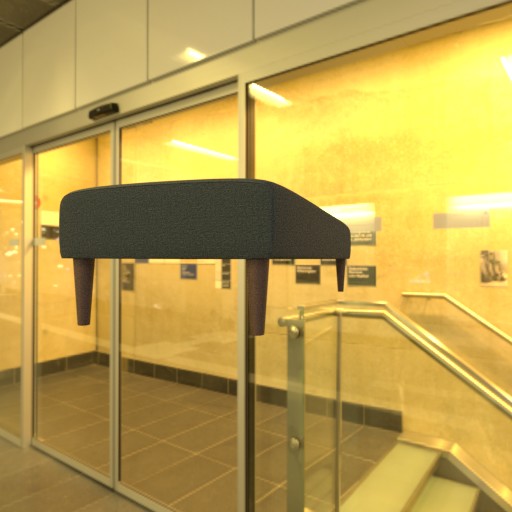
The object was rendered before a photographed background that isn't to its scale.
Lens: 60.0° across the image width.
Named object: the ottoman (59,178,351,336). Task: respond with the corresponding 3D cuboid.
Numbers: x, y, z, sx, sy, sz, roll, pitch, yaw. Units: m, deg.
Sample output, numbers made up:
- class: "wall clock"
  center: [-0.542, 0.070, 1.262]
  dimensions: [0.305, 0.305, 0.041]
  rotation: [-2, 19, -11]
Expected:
- class: "ottoman"
  center: [0.000, 0.000, 1.871]
  dimensions: [0.646, 0.393, 1.609]
  rotation: [0, 0, 18]
